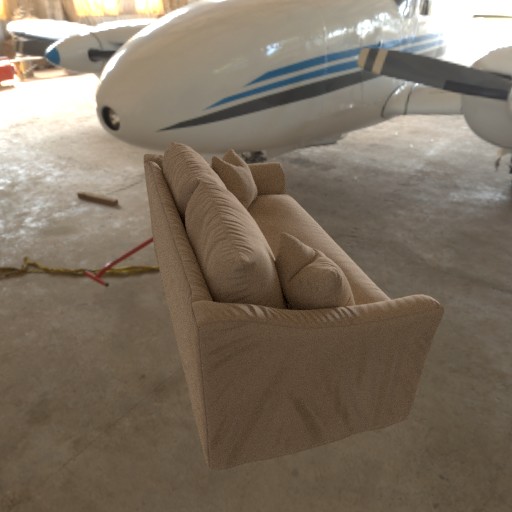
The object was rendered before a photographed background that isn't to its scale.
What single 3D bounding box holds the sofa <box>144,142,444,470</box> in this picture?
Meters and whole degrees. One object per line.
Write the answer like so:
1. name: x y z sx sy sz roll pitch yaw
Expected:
1. sofa: 0.000 0.000 2.623 1.072 1.018 2.010 -9 32 -15
